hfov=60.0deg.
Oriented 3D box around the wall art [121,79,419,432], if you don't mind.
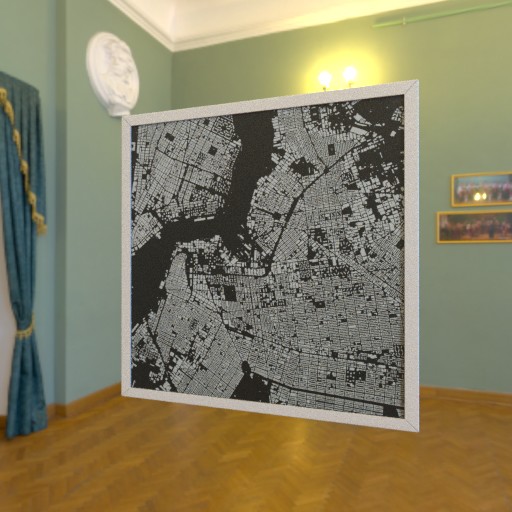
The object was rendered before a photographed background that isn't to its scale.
[{"bbox_3d":[0.000,0.000,1.105,0.761,0.762,0.050,0,0,19],"label":"wall art"}]
